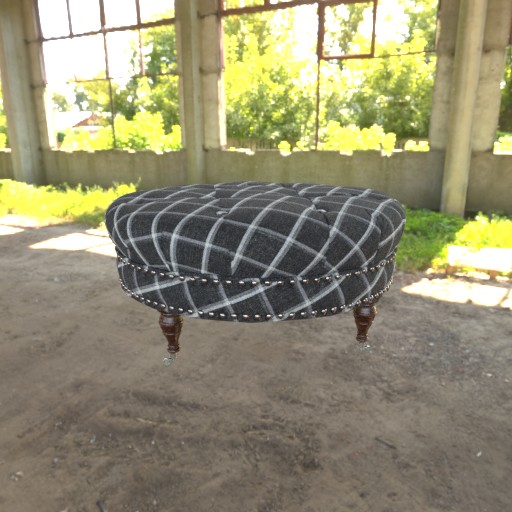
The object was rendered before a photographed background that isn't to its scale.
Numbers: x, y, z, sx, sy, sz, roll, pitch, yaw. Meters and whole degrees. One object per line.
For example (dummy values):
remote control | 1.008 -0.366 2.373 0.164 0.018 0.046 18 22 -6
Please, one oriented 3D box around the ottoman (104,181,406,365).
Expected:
ottoman | 0.000 0.000 1.424 0.901 0.439 0.901 0 15 0
